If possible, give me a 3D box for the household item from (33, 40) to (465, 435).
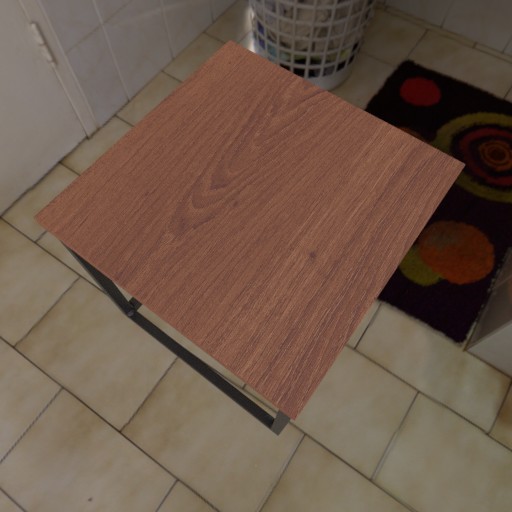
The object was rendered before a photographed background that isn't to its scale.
[{"bbox_3d":[0.000,0.000,0.755,0.400,0.400,0.400,34,69,15],"label":"household item"}]
